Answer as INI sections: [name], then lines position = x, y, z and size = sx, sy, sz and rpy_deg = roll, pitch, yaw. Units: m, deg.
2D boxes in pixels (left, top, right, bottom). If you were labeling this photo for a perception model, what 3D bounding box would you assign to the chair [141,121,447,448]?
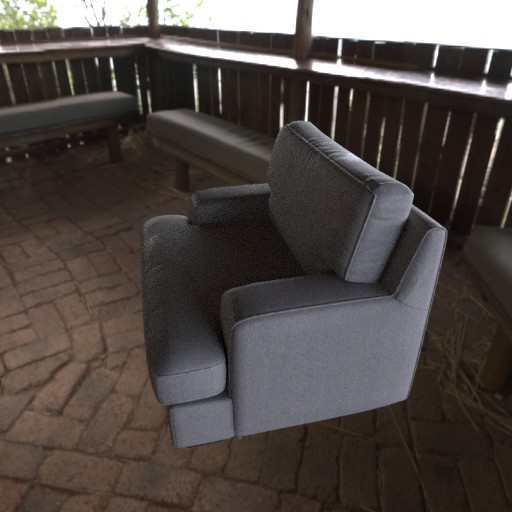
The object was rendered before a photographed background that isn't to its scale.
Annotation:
[chair]
position = 0.000, 0.000, 2.023
size = 1.043, 0.974, 1.270
rpy_deg = -7, 30, -12
